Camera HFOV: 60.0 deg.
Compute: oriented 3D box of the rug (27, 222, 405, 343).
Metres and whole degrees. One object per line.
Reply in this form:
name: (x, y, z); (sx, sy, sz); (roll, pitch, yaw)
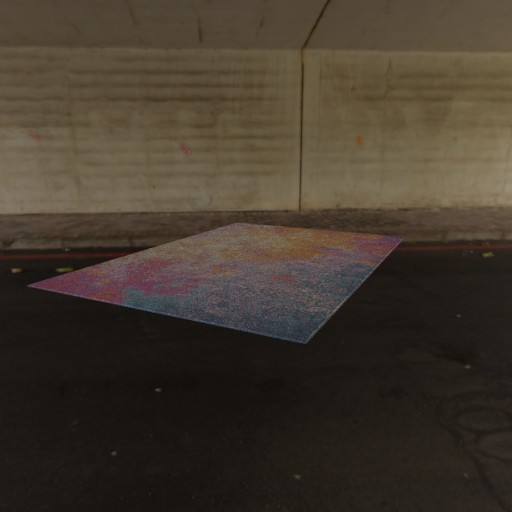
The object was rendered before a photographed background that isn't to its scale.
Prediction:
rug: (0.000, 0.000, 3.801); (2.007, 0.013, 2.896); (7, 15, 26)
